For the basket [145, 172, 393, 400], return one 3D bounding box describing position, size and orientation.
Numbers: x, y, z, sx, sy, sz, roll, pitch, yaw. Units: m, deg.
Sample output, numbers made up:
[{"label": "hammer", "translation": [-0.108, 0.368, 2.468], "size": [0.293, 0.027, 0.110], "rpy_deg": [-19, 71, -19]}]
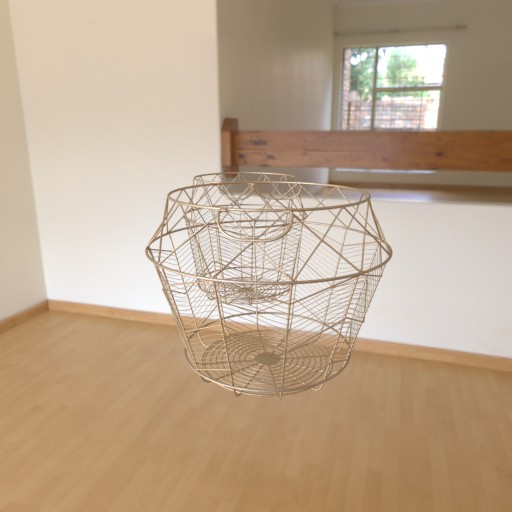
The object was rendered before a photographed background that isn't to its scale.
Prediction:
[{"label": "basket", "translation": [0.000, 0.000, 1.026], "size": [0.451, 0.343, 0.805], "rpy_deg": [-2, 16, -7]}]
